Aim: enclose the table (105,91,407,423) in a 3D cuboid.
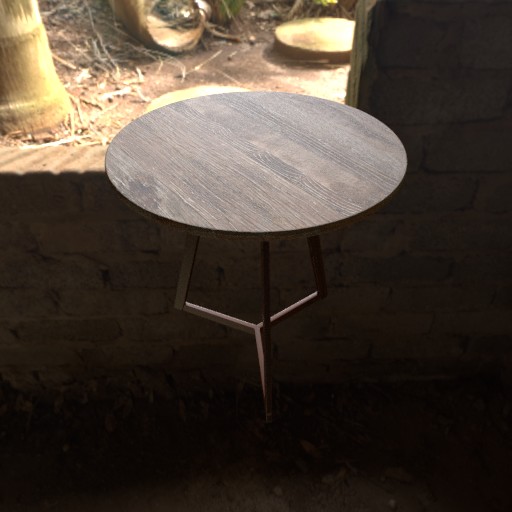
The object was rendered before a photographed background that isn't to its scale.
[{"bbox_3d":[0.000,0.000,0.915,0.500,0.500,0.500,0,40,0],"label":"table"}]
